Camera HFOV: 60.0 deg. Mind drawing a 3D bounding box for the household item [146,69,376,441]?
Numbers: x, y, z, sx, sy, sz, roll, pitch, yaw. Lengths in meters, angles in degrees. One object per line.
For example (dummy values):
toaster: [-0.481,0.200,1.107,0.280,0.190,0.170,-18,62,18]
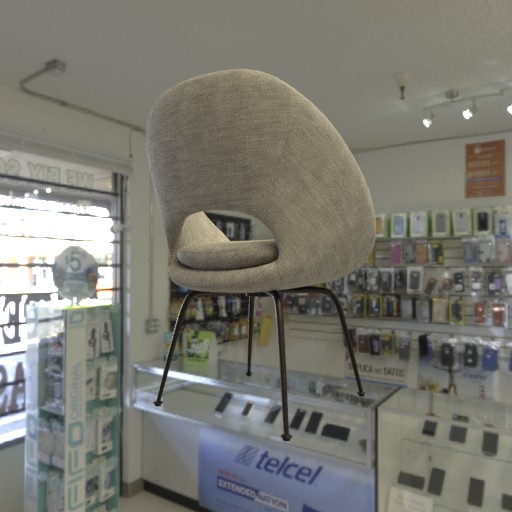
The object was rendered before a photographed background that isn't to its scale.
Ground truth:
household item: [0.000,0.000,1.303,0.643,0.869,0.587,-1,-2,36]
